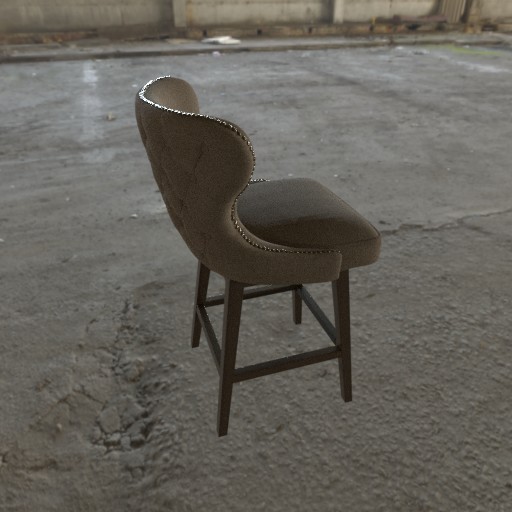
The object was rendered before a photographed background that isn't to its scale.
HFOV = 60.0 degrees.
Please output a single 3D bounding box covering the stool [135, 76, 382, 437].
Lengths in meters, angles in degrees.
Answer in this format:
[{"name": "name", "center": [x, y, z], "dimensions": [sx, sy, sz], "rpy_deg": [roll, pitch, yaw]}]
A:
[{"name": "stool", "center": [0.000, 0.000, 1.349], "dimensions": [0.597, 0.972, 0.615], "rpy_deg": [-10, 32, -16]}]
